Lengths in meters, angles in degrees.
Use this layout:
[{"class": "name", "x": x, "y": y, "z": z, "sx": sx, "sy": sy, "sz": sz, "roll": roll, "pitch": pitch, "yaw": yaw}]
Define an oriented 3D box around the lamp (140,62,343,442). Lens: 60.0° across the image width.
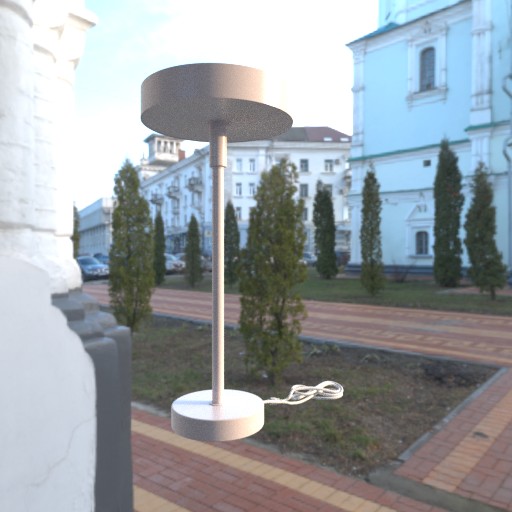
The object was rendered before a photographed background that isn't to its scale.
[{"class": "lamp", "x": 0.000, "y": 0.000, "z": 0.715, "sx": 0.369, "sy": 0.508, "sz": 0.229, "roll": 0, "pitch": 0, "yaw": -35}]
